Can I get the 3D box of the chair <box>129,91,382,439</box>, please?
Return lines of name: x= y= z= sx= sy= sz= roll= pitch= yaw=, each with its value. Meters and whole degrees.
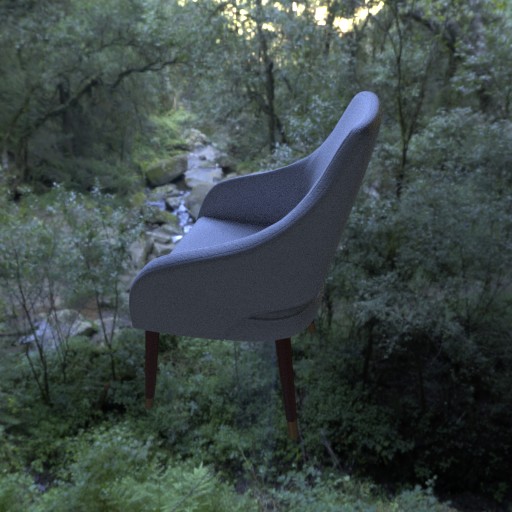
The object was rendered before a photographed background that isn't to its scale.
chair: x=0.000 y=0.000 z=1.299 sx=0.600 sy=0.889 sz=0.609 roll=6 pitch=31 yaw=11
